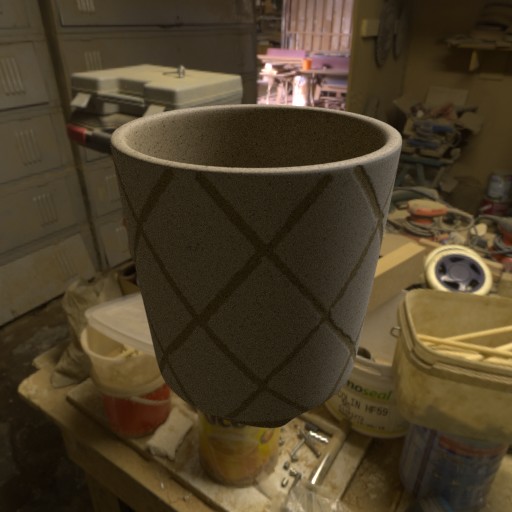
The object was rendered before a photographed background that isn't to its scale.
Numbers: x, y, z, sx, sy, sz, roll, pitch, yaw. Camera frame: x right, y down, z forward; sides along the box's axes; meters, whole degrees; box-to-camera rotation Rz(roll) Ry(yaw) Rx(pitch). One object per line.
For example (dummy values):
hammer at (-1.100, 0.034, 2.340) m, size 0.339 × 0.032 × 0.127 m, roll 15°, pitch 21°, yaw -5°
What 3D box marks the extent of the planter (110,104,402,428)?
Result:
planter at (0.000, 0.000, 0.414) m, size 0.228 × 0.235 × 0.228 m, roll 0°, pitch 28°, yaw 0°
